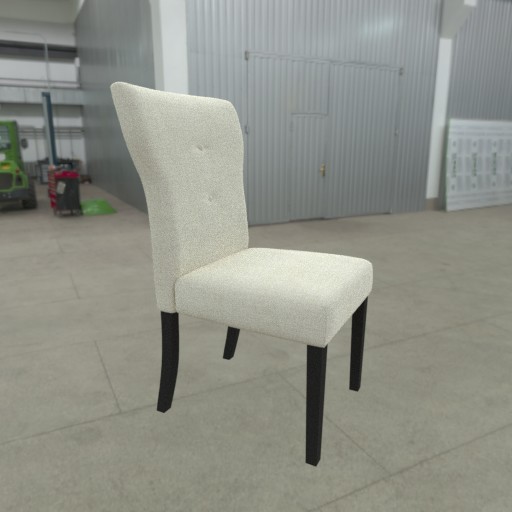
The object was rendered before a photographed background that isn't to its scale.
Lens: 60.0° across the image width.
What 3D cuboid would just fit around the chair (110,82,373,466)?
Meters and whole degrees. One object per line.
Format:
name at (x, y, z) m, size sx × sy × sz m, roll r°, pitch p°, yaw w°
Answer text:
chair at (0.000, 0.000, 1.282) m, size 0.597 × 0.921 × 0.509 m, roll 7°, pitch 16°, yaw 27°
